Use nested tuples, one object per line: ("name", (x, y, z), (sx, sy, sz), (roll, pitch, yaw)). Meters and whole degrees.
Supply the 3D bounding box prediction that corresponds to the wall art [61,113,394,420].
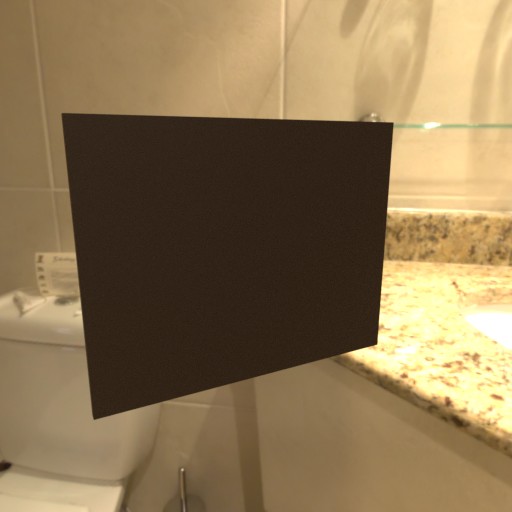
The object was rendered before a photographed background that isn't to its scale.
("wall art", (0.000, 0.000, 1.608), (1.207, 0.952, 0.034), (-7, 16, -27))
